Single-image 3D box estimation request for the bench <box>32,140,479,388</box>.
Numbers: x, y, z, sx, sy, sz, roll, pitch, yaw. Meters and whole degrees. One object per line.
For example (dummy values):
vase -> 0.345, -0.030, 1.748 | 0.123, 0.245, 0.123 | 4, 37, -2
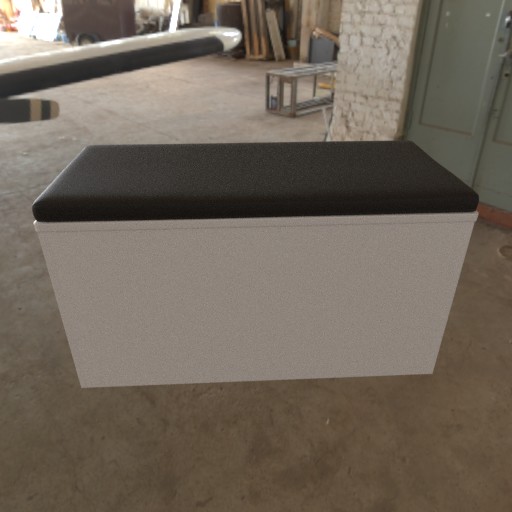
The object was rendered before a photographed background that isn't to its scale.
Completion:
bench -> 0.000, 0.000, 1.166 | 0.899, 0.500, 0.401 | -2, 31, -3
